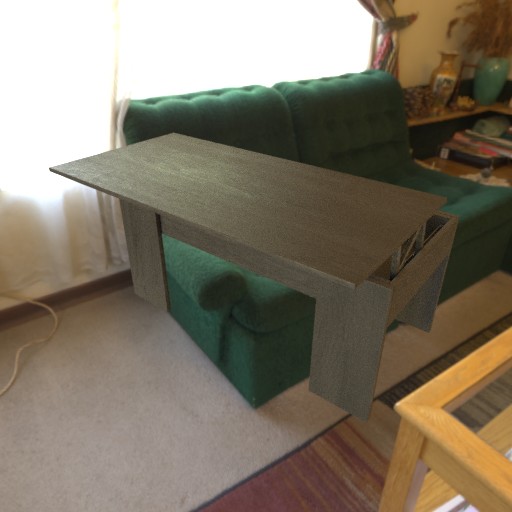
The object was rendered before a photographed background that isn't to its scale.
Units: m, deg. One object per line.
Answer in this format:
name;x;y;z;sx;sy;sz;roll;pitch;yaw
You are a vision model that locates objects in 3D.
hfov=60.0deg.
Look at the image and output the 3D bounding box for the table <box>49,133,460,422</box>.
table;0.000;0.000;1.424;1.000;0.570;0.711;22;37;32
